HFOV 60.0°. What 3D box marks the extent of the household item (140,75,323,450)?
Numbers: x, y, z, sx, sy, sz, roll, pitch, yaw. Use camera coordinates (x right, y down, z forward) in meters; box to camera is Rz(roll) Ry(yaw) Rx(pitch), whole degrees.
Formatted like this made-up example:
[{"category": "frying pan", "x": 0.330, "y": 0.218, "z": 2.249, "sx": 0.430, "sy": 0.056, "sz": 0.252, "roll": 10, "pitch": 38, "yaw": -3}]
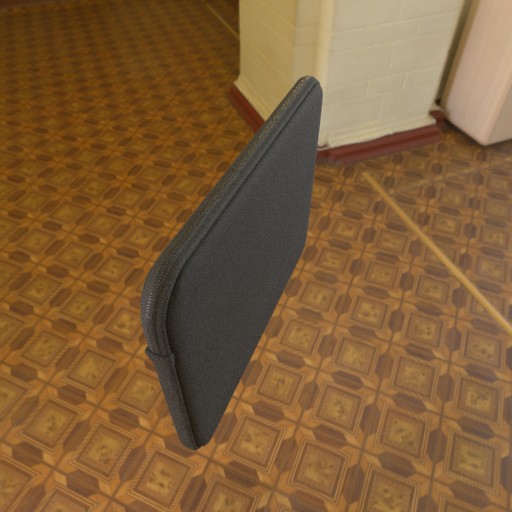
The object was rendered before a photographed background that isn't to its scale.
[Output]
[{"category": "household item", "x": 0.000, "y": 0.000, "z": 0.523, "sx": 0.030, "sy": 0.305, "sz": 0.396, "roll": 17, "pitch": 49, "yaw": 16}]
